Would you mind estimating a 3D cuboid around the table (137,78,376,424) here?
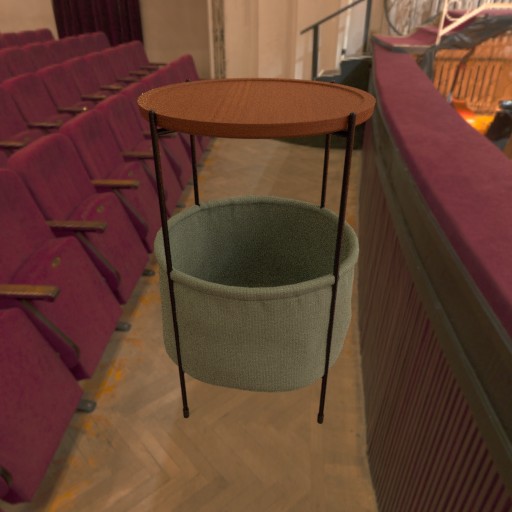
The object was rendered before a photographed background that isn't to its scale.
[{"bbox_3d":[0.000,0.000,0.889,0.400,0.623,0.400,1,30,3],"label":"table"}]
